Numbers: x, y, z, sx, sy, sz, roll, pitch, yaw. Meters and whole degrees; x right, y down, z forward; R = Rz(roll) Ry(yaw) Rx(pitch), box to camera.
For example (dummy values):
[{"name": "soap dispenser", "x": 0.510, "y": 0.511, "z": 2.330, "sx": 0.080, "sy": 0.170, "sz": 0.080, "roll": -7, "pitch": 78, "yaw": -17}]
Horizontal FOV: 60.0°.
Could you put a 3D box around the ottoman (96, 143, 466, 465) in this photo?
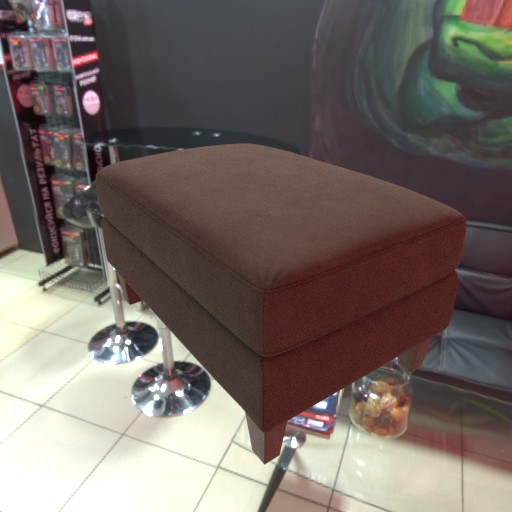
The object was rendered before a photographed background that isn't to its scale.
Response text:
[{"name": "ottoman", "x": 0.000, "y": 0.000, "z": 1.198, "sx": 0.584, "sy": 0.483, "sz": 0.864, "roll": -18, "pitch": 31, "yaw": -31}]
